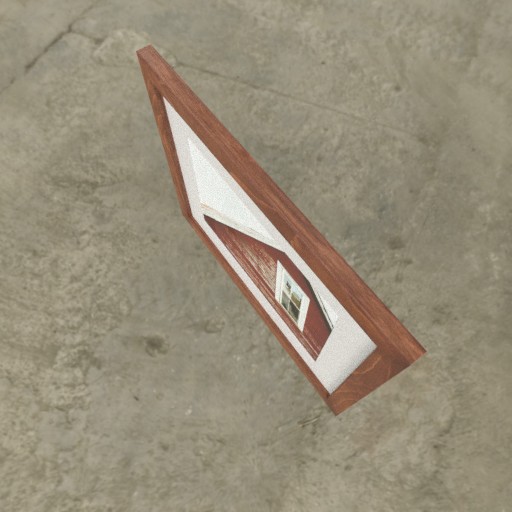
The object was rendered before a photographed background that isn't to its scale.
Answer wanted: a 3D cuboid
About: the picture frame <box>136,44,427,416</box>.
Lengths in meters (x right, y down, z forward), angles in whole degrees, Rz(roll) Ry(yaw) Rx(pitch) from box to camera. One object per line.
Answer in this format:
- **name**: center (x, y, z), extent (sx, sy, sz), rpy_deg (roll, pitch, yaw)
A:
- **picture frame**: center (0.000, 0.000, 0.752), extent (0.025, 0.457, 0.559), rpy_deg (-33, 69, -15)
